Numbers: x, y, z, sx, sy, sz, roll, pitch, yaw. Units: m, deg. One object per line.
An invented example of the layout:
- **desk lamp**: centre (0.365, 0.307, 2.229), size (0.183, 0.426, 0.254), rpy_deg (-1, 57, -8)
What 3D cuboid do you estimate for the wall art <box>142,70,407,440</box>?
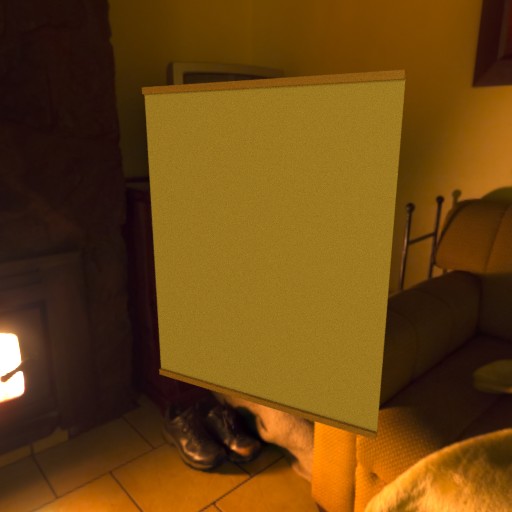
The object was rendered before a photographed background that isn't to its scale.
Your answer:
- **wall art**: centre (0.000, 0.000, 0.685), size (0.405, 0.508, 0.012), rpy_deg (8, 17, 27)
